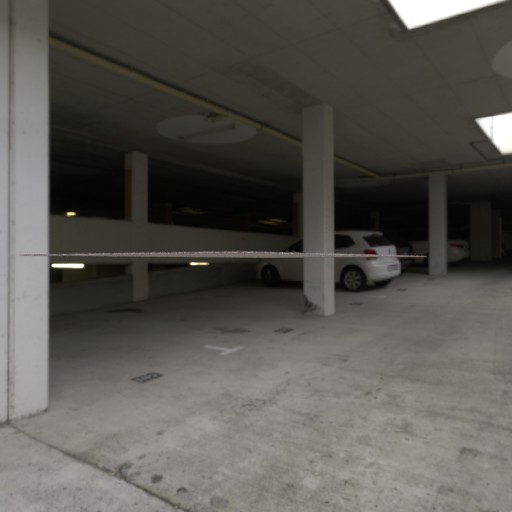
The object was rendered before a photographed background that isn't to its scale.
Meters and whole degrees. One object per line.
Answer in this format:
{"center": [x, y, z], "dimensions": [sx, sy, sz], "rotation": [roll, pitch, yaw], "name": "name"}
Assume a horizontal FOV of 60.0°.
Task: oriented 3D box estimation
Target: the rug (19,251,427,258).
{"center": [0.000, 0.000, 2.302], "dimensions": [1.219, 0.005, 1.829], "rotation": [0, -1, 36], "name": "rug"}
